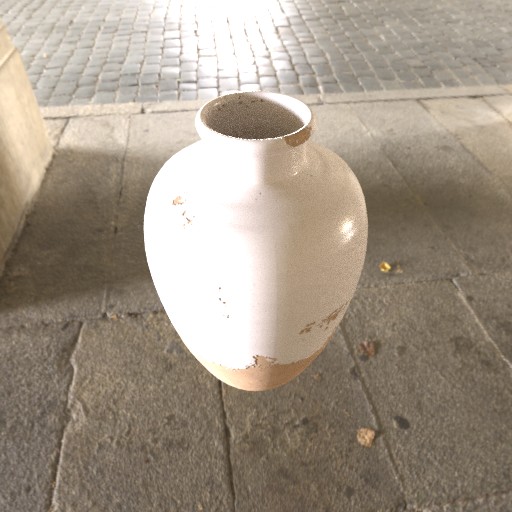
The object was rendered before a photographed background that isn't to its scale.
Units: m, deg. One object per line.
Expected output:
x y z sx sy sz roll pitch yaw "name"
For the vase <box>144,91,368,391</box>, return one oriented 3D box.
0.000 0.000 0.338 0.158 0.228 0.158 0 43 0 "vase"
